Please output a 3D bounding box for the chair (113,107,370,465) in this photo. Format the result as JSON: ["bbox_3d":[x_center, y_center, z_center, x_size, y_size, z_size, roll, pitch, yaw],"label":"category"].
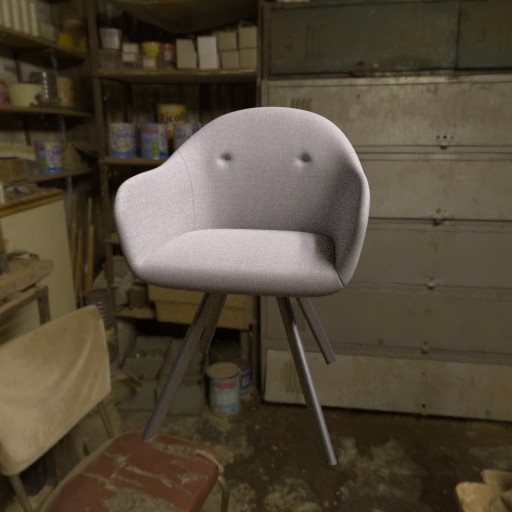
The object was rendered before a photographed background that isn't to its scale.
[{"bbox_3d":[0.000,0.000,1.180,0.540,0.780,0.570,3,16,10],"label":"chair"}]
